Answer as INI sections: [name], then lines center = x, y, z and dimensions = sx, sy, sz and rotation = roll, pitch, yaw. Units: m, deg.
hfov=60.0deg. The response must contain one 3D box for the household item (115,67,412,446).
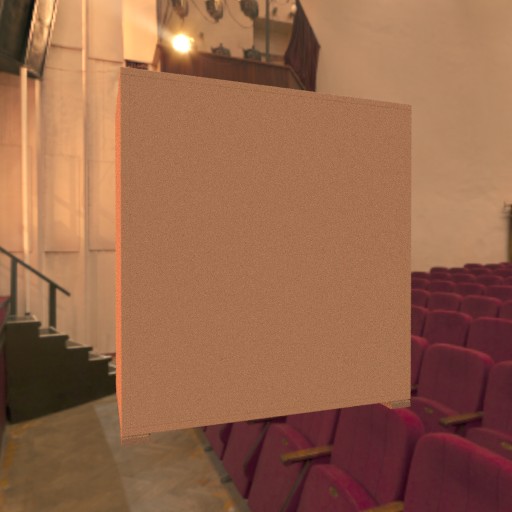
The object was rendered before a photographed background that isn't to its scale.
[household item]
center = 0.000, 0.000, 1.344
dimensions = 0.800, 0.870, 0.420
rotation = 0, 1, -19
